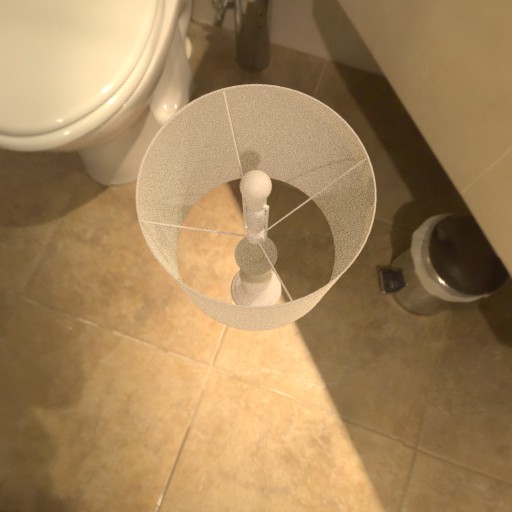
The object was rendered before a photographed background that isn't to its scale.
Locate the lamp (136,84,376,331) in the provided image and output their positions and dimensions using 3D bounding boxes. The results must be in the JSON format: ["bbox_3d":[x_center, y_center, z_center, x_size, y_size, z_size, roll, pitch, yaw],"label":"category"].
[{"bbox_3d":[0.000,0.000,0.728,0.250,0.597,0.250,-16,76,-4],"label":"lamp"}]
